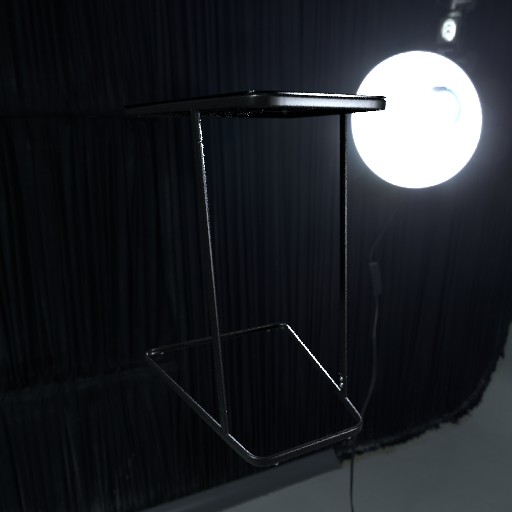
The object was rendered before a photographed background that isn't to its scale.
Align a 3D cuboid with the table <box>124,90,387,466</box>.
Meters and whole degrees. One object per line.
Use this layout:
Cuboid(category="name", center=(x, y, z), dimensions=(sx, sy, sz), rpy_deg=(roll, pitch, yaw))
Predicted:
Cuboid(category="table", center=(0.000, 0.000, 0.952), dimensions=(0.427, 0.624, 0.500), rpy_deg=(-8, 17, -25))
